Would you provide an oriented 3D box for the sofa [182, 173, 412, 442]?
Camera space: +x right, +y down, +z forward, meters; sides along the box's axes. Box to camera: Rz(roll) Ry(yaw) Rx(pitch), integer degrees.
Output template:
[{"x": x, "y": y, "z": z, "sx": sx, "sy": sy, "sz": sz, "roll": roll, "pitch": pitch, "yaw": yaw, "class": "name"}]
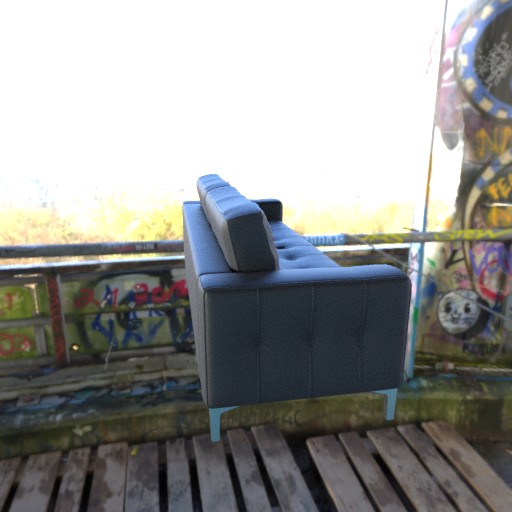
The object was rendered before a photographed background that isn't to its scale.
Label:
[{"x": 0.000, "y": 0.000, "z": 2.736, "sx": 0.833, "sy": 0.893, "sz": 2.275, "roll": -3, "pitch": 15, "yaw": -10, "class": "sofa"}]
